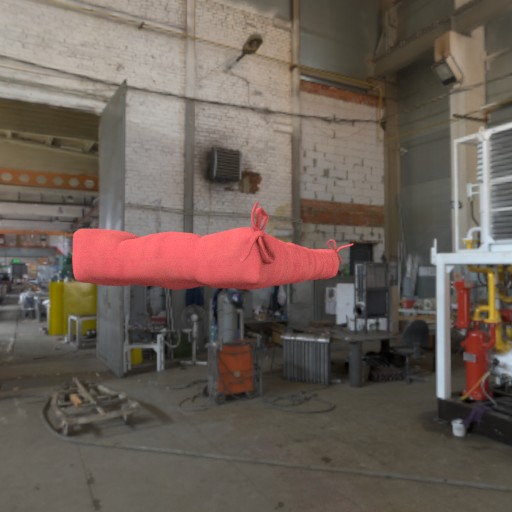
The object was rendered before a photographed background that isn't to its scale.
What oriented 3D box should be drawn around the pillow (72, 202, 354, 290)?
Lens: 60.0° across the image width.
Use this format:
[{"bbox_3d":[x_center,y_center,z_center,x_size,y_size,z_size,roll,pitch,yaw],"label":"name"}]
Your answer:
[{"bbox_3d":[0.000,0.000,1.405,0.511,0.174,1.194,-1,-2,18],"label":"pillow"}]
